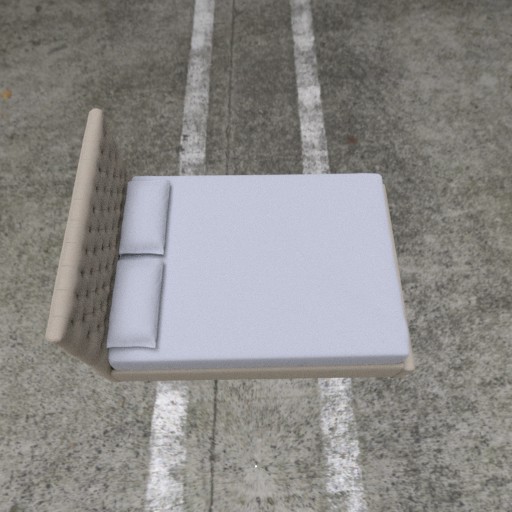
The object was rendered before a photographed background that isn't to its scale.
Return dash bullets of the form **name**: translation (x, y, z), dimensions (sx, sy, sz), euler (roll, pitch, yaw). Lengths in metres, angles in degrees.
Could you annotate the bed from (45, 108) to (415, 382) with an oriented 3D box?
- **bed**: translation (0.000, 0.000, 3.425), dimensions (2.387, 1.427, 1.698), euler (-1, 65, 0)
